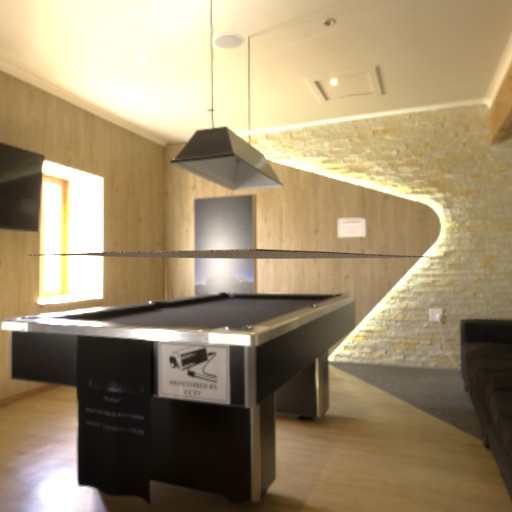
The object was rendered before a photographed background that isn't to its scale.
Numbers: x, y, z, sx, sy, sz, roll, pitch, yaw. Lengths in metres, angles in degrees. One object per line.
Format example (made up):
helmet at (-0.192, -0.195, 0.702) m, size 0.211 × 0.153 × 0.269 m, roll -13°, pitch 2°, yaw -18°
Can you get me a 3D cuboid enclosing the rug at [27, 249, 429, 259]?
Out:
rug at (0.000, 0.000, 5.370) m, size 2.997 × 0.020 × 4.093 m, roll -1°, pitch -1°, yaw 36°
